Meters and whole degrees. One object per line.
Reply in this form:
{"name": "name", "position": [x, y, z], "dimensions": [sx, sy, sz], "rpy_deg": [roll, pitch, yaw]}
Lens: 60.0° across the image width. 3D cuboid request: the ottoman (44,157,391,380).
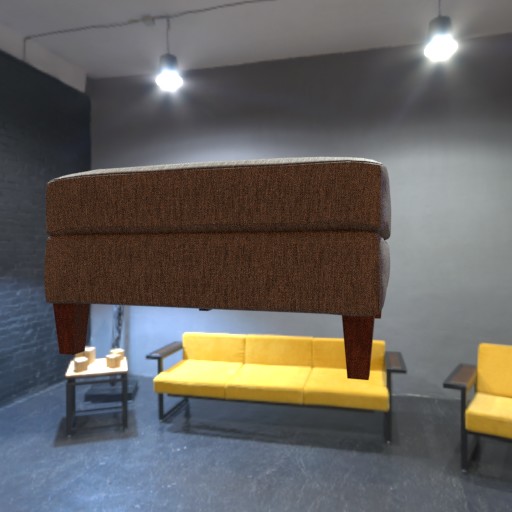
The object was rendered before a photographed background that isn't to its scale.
{"name": "ottoman", "position": [0.000, 0.000, 1.445], "dimensions": [0.839, 0.492, 0.994], "rpy_deg": [0, 1, 17]}
